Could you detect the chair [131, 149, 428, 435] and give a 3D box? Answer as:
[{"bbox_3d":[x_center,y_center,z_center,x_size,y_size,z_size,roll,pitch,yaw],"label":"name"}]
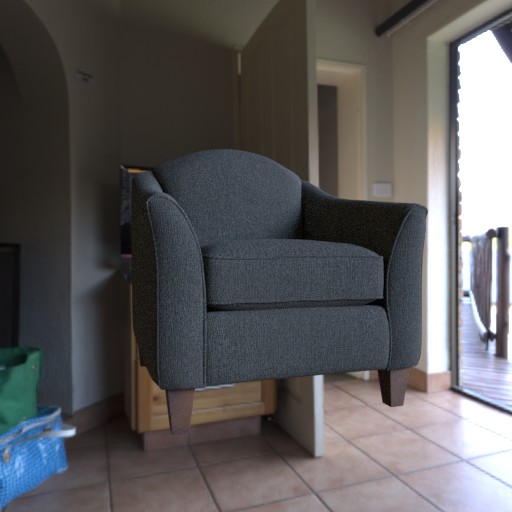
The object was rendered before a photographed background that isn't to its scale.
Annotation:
[{"bbox_3d":[0.000,0.000,1.454,0.763,0.839,0.787,0,0,-18],"label":"chair"}]
